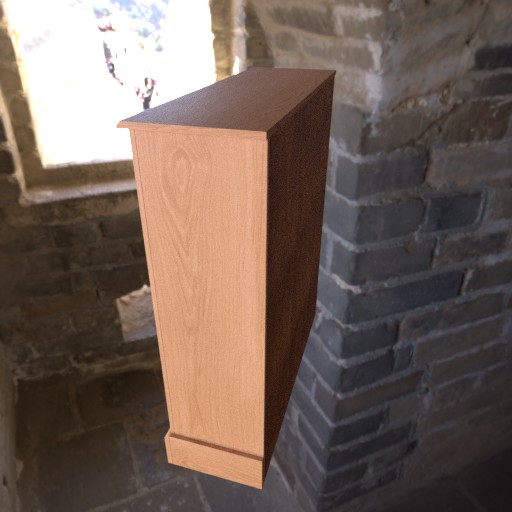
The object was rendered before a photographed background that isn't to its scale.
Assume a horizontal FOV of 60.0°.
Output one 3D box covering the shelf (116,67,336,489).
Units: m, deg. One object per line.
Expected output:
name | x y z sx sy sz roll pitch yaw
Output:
shelf | 0.000 0.000 1.368 0.291 0.980 0.840 8 31 15
